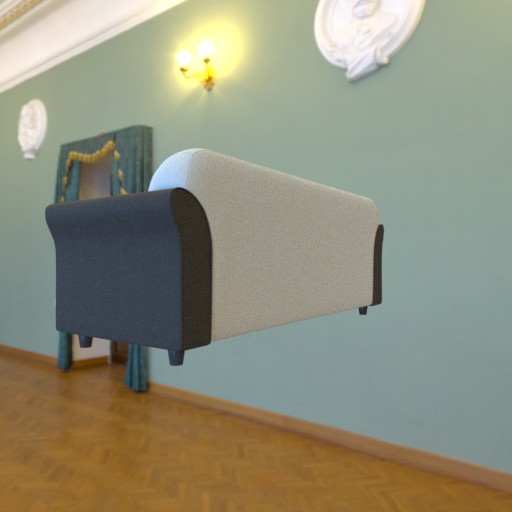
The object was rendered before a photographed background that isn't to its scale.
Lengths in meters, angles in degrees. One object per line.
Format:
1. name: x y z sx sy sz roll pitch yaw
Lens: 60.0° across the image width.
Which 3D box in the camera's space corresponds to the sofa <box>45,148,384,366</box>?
1. sofa: 0.000 0.000 2.452 0.755 0.787 2.001 0 0 35
